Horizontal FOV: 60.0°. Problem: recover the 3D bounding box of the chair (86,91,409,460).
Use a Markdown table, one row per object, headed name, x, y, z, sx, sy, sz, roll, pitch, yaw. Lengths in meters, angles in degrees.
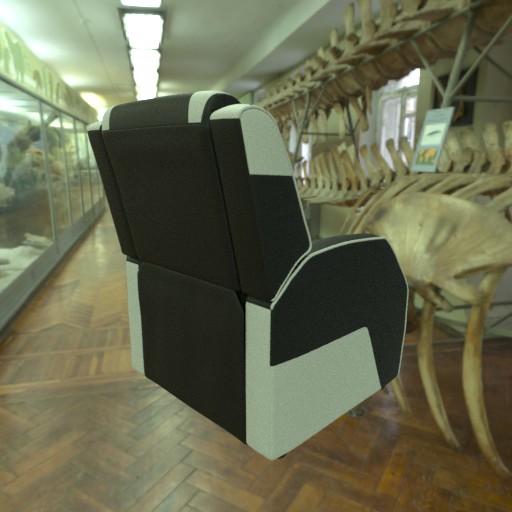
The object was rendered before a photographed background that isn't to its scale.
| name | x | y | z | sx | sy | sz | roll | pitch | yaw |
| --- | --- | --- | --- | --- | --- | --- | --- | --- | --- |
| chair | 0.000 | 0.000 | 1.258 | 0.672 | 0.805 | 0.620 | -12 | 18 | -43 |
